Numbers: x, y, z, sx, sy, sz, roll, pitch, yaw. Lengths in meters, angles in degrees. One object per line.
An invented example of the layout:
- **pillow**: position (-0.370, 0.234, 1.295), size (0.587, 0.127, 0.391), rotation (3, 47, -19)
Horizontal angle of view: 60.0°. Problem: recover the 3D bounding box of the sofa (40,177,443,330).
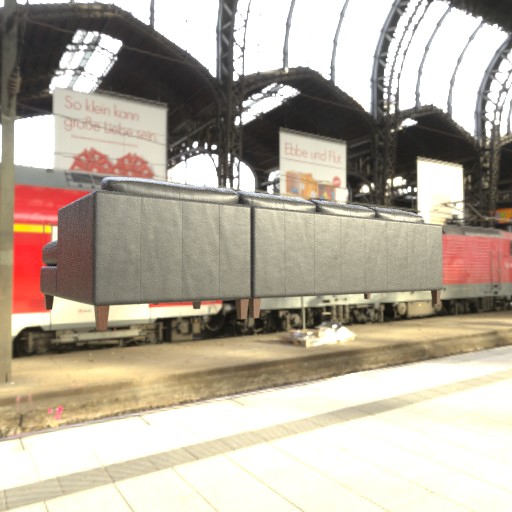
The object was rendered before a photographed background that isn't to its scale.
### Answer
- **sofa**: position (0.000, 0.000, 3.889), size (3.203, 0.883, 1.581), rotation (1, -2, -35)
